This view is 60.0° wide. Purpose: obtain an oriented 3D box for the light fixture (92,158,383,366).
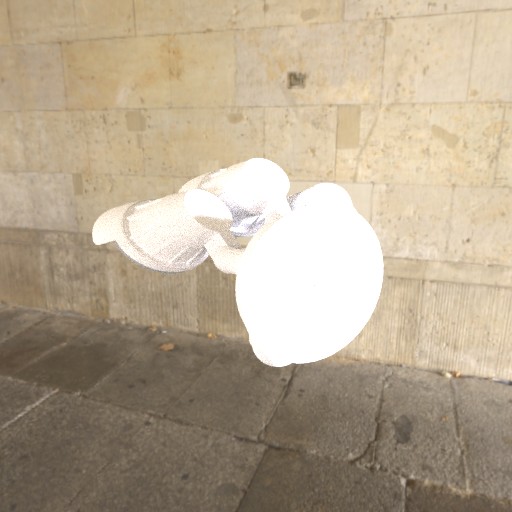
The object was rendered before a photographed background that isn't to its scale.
[{"bbox_3d":[0.000,0.000,0.550,0.369,0.237,0.278,-7,16,-24],"label":"light fixture"}]
